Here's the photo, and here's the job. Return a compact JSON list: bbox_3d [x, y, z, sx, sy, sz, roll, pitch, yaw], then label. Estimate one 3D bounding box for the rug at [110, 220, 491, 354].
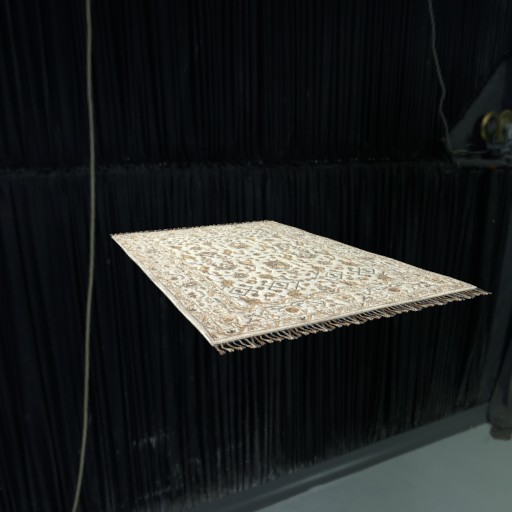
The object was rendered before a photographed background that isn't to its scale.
[{"bbox_3d":[0.000,0.000,3.016,1.529,0.027,2.434,-7,16,-26],"label":"rug"}]
